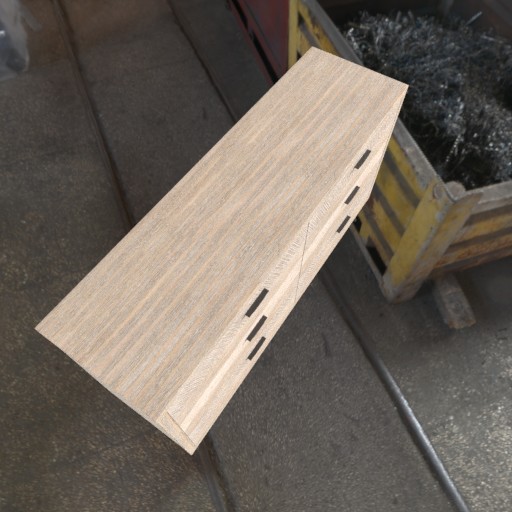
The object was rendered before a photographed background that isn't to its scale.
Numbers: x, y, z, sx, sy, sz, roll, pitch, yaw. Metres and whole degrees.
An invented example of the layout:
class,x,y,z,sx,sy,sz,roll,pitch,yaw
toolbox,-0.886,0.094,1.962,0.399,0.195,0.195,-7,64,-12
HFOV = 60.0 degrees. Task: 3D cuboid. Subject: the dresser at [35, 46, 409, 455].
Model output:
class,x,y,z,sx,sy,sz,roll,pitch,yaw
dresser,0.000,0.000,1.882,0.457,0.914,1.524,30,64,17
